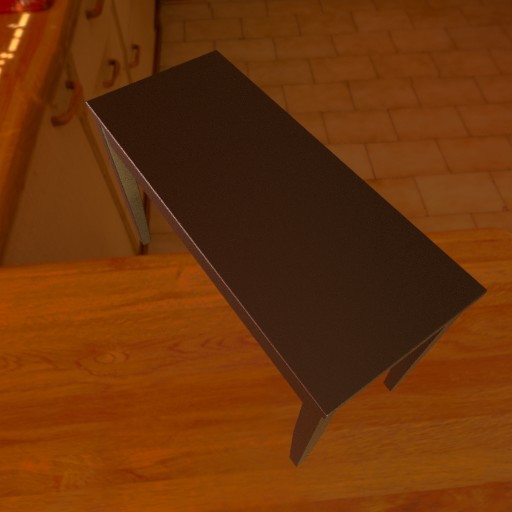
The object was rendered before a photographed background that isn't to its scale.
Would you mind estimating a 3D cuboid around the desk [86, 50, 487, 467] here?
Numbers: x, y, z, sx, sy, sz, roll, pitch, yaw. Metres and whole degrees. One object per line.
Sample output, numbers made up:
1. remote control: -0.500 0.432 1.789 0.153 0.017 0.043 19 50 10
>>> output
1. desk: 0.000 0.000 1.582 0.508 0.775 1.220 -31 62 -18
